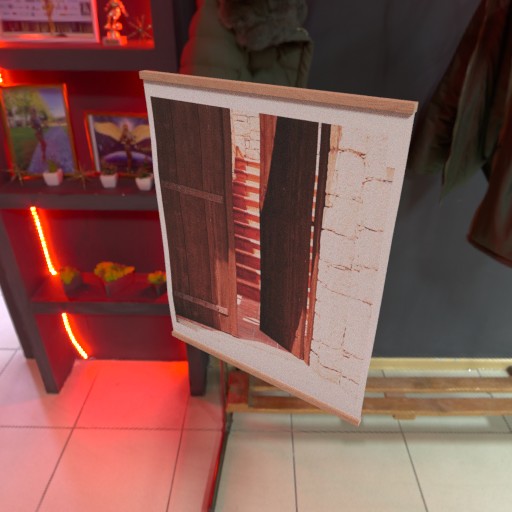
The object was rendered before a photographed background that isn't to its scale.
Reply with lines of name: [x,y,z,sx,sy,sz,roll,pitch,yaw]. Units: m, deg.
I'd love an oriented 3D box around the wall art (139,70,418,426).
wall art: [0.000,0.000,0.693,0.406,0.508,0.013,19,35,28]
